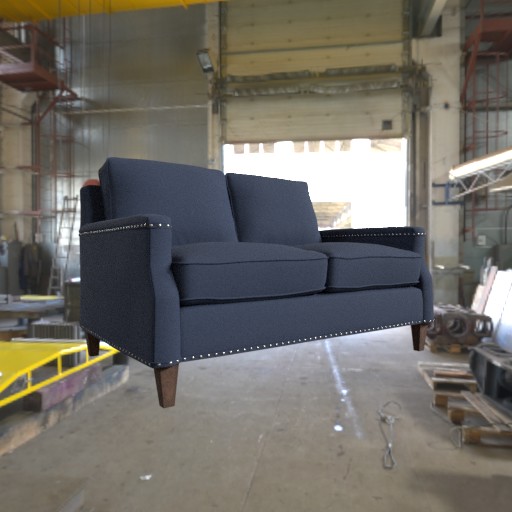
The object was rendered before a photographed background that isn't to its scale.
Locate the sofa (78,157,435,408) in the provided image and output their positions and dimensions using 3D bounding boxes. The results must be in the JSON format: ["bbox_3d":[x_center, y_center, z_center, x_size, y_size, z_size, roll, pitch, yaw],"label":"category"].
[{"bbox_3d":[0.000,0.000,2.313,1.597,1.003,1.084,-1,1,-36],"label":"sofa"}]
